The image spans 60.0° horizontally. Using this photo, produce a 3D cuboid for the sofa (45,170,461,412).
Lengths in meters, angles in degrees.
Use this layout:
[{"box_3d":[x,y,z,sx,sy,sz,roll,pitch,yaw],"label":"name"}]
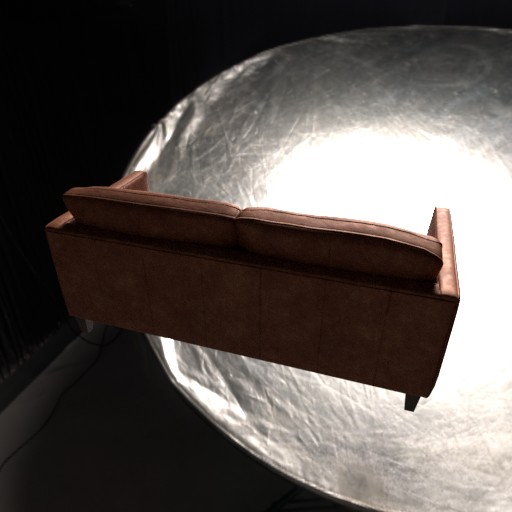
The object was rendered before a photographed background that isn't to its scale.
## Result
[{"box_3d":[0.000,0.000,2.452,1.971,0.863,0.923,9,32,16],"label":"sofa"}]
